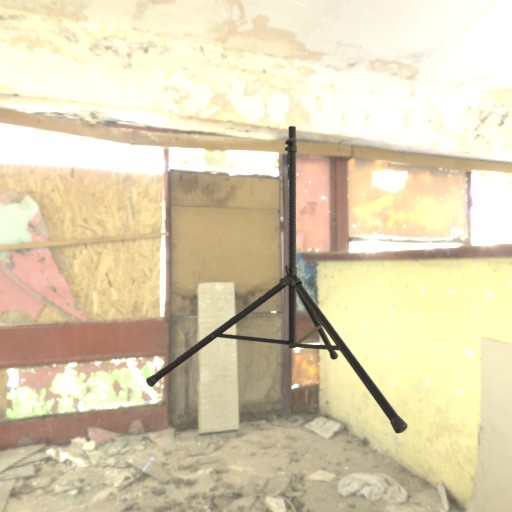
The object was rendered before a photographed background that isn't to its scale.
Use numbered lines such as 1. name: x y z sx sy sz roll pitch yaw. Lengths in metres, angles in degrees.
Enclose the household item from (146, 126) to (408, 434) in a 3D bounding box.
1. household item: 0.000 0.000 2.735 1.339 1.595 1.596 0 -1 0
